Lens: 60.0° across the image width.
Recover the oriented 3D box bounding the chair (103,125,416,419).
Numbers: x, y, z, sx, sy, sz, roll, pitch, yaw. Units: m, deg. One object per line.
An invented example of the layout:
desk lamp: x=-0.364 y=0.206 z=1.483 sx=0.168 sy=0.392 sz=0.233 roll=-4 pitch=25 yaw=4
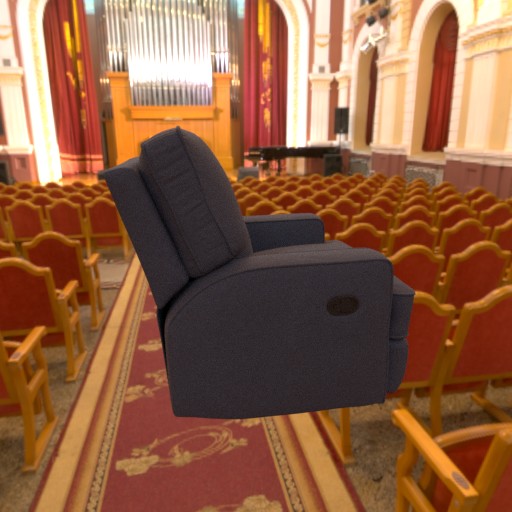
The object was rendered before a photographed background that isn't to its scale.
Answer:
chair: x=0.000 y=0.000 z=1.720 sx=0.964 sy=0.962 sz=0.861 roll=-2 pitch=15 yaw=-9
